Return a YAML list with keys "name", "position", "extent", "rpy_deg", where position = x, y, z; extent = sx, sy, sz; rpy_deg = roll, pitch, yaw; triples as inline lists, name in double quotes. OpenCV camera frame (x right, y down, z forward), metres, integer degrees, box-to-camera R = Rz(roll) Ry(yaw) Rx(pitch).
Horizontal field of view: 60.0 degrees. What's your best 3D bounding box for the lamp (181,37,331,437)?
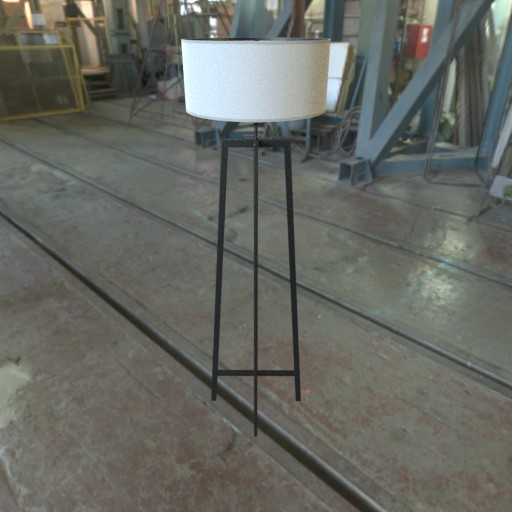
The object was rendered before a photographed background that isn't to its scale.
- name: "lamp"
  position: [0.000, 0.000, 1.718]
  extent: [0.456, 1.510, 0.457]
  rpy_deg: [0, 27, 0]
